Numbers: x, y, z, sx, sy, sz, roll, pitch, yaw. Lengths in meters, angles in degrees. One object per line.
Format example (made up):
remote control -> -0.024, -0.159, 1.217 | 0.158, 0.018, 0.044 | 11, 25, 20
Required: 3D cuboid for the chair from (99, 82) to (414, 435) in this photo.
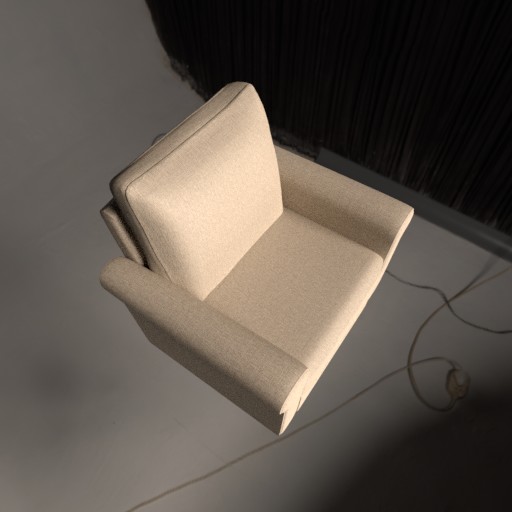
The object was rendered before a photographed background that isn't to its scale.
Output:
chair -> 0.000, 0.000, 2.357 | 1.180, 1.349, 1.275 | 30, 61, 19
